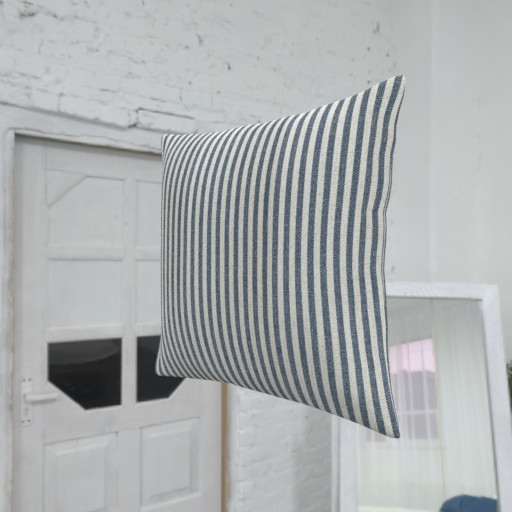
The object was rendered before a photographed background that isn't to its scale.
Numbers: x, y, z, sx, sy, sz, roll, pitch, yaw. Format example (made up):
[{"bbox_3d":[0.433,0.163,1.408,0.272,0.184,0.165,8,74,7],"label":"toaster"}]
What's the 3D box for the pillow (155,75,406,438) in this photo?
[{"bbox_3d":[0.000,0.000,0.780,0.523,0.510,0.166,0,0,38],"label":"pillow"}]
